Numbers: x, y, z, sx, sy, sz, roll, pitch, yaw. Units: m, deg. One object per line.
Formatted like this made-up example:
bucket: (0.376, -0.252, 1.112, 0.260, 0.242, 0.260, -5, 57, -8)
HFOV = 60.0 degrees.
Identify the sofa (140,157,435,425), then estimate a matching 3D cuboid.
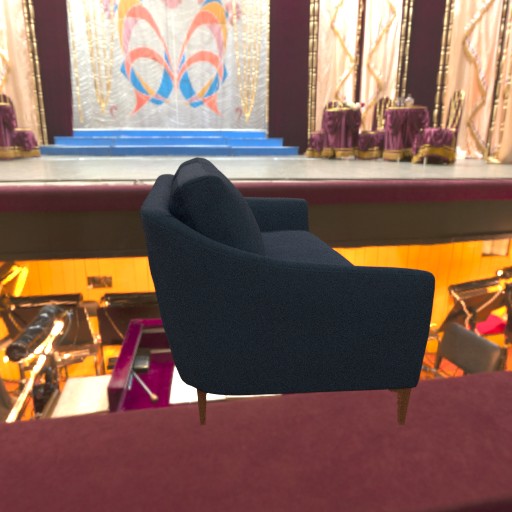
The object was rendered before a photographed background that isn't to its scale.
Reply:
sofa: (0.000, 0.000, 2.155, 0.960, 0.902, 1.619, -2, 16, -9)
